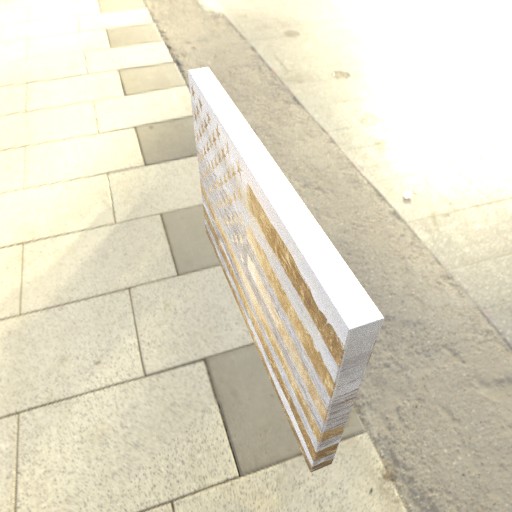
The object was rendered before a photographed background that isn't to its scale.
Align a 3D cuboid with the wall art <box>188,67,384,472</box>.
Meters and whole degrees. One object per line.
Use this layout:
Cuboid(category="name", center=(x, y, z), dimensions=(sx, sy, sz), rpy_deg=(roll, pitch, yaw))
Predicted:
Cuboid(category="wall art", center=(0.000, 0.000, 0.769), dimensions=(0.041, 0.407, 0.606), rpy_deg=(-15, 48, -14))
